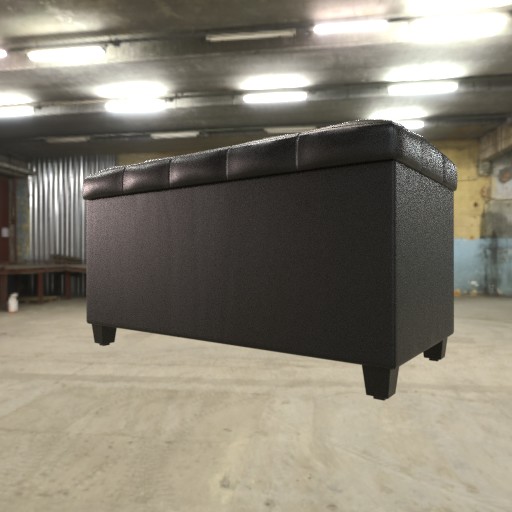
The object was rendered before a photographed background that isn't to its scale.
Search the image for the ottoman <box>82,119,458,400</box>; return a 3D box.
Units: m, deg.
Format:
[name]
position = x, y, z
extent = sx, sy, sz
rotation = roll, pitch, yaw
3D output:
[ottoman]
position = 0.000, 0.000, 1.082
extent = 0.838, 0.470, 0.432
rotation = 0, 0, 36
